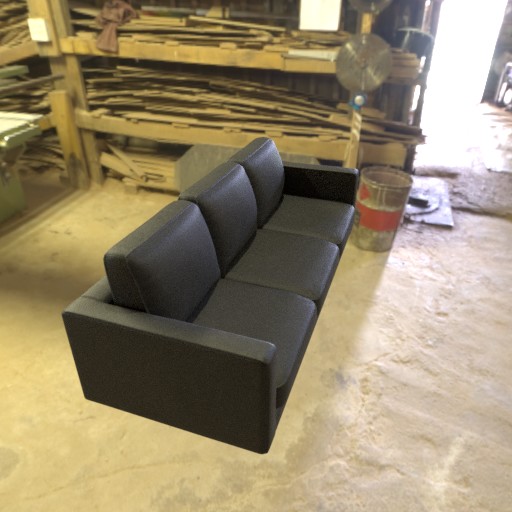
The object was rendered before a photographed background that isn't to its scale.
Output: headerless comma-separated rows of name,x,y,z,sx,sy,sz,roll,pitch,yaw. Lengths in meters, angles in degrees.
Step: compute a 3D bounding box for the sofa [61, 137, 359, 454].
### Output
sofa,0.000,0.000,2.513,0.879,0.899,2.029,10,32,17
